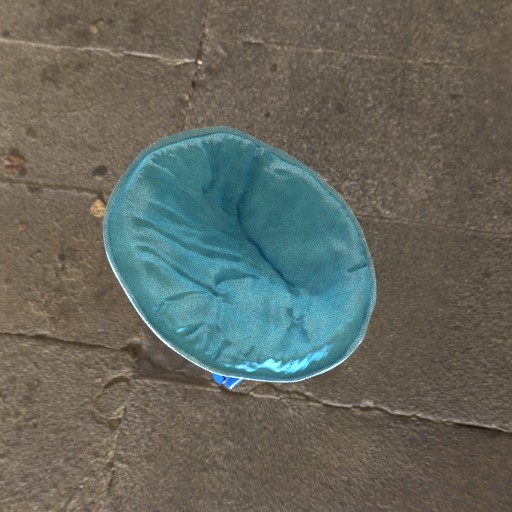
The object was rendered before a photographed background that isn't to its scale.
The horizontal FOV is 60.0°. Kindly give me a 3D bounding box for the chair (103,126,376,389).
[{"bbox_3d":[0.000,0.000,0.918,0.465,0.478,0.520,-36,78,-9],"label":"chair"}]
